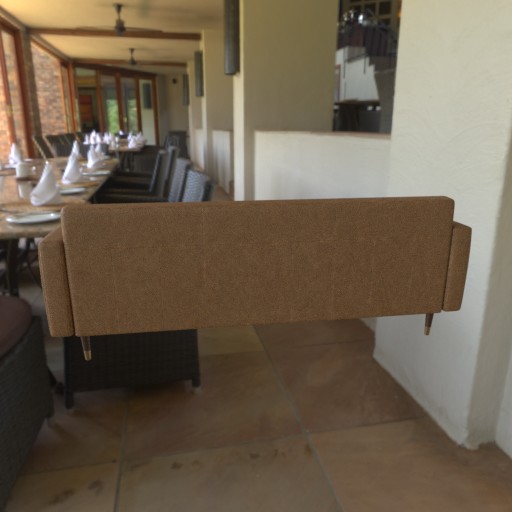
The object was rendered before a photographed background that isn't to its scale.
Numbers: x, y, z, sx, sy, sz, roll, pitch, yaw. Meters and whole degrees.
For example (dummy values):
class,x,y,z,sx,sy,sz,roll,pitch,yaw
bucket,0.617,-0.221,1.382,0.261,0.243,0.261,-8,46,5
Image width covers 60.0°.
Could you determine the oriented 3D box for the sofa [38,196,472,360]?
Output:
class,x,y,z,sx,sy,sz,roll,pitch,yaw
sofa,0.000,0.000,2.757,2.291,0.821,0.990,-2,16,-8
